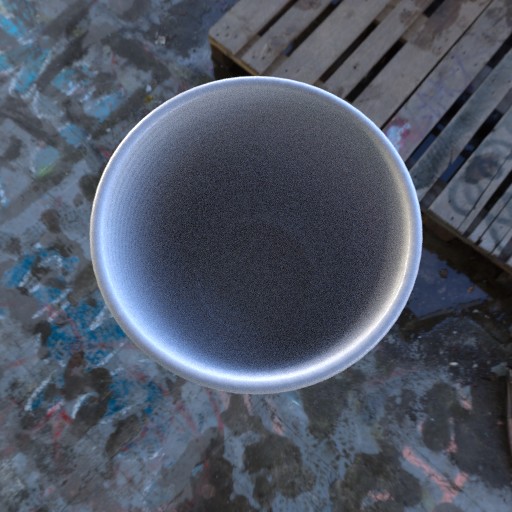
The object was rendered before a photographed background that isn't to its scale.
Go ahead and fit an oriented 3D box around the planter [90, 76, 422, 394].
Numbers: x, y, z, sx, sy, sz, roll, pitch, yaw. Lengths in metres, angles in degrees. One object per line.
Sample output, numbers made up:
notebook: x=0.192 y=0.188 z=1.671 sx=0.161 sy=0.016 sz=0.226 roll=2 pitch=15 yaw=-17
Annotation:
planter: x=0.000 y=0.000 z=0.298 sx=0.170 sy=0.152 sz=0.170 roll=0 pitch=76 yaw=0
